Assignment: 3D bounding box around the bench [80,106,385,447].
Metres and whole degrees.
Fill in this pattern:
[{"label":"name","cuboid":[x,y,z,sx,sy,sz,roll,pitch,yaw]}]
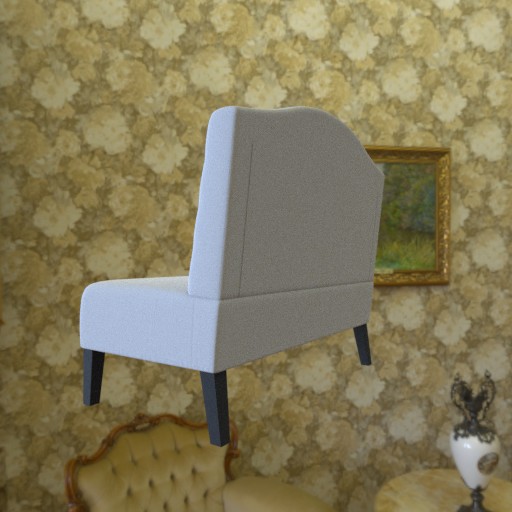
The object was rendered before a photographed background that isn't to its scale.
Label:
[{"label":"bench","cuboid":[0.000,0.000,2.074,0.815,1.180,1.335,0,0,35]}]
